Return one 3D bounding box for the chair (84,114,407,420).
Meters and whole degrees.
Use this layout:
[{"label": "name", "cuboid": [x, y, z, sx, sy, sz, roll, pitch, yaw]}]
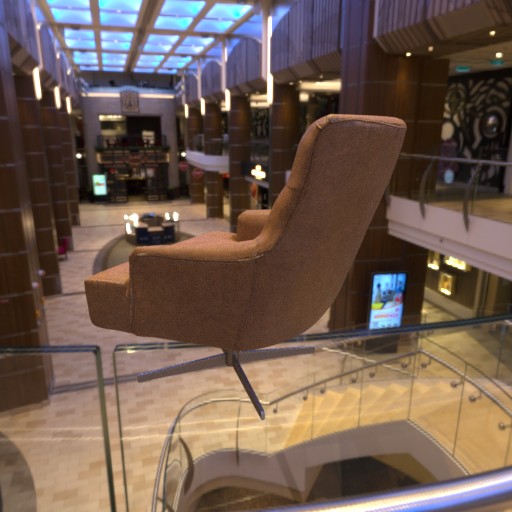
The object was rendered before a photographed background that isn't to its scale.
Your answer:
[{"label": "chair", "cuboid": [0.000, 0.000, 1.471, 0.874, 0.869, 0.729, 8, 17, 25]}]
